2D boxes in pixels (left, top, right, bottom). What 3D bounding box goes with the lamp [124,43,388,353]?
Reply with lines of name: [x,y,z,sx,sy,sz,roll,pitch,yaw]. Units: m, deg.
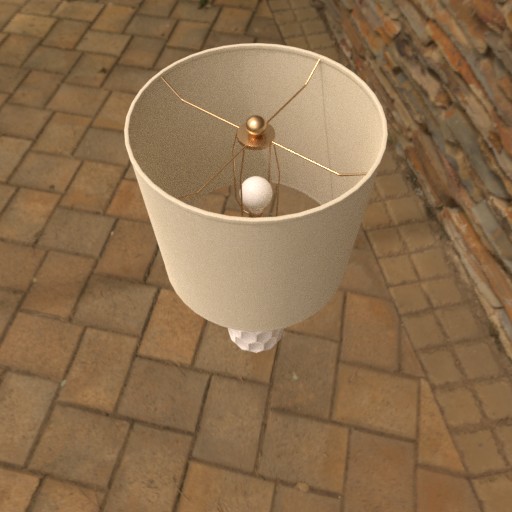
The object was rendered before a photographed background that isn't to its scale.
lamp: [0.000,0.000,0.695,0.277,0.537,0.277,-14,58,-9]
